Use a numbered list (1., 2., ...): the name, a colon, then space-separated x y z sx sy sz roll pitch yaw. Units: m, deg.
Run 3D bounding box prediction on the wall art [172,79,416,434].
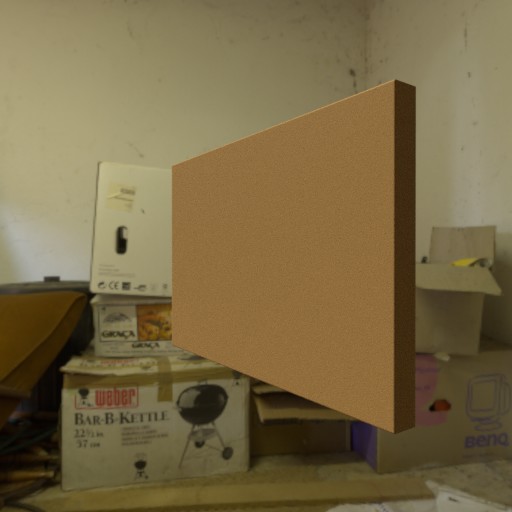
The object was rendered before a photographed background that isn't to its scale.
1. wall art: 0.000 0.000 0.769 0.039 0.407 0.609 0 0 -35
